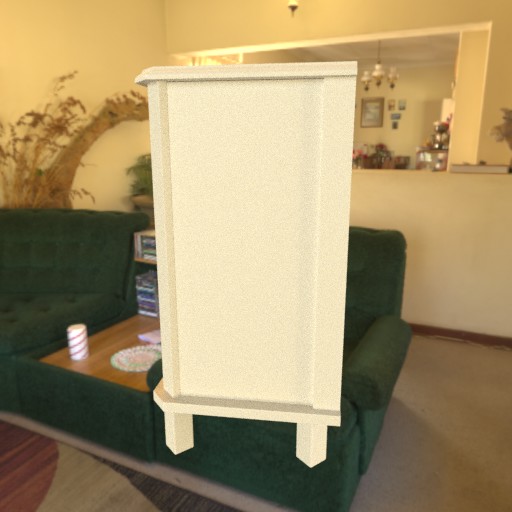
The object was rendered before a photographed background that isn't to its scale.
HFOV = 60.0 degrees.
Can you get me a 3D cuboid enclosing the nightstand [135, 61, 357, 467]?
[{"bbox_3d":[0.000,0.000,0.933,0.351,0.681,0.435,2,14,8],"label":"nightstand"}]
